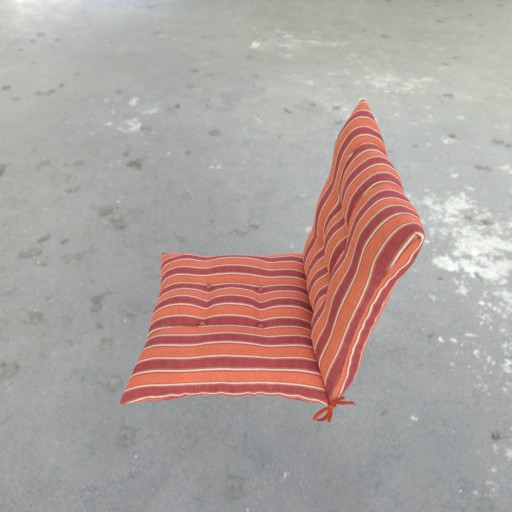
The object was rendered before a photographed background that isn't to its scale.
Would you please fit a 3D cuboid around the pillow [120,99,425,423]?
[{"bbox_3d":[0.000,0.000,1.009,0.585,0.536,0.541,1,42,1],"label":"pillow"}]
